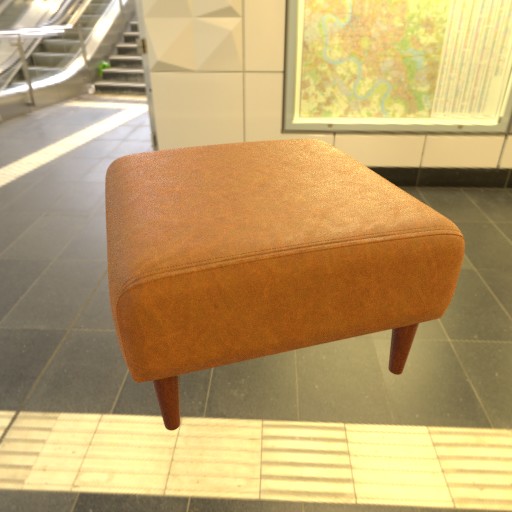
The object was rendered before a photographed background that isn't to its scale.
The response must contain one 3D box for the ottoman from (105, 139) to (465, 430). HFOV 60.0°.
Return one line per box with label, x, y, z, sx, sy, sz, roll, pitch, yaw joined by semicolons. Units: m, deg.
ottoman;0.000;0.000;1.058;0.650;0.399;0.650;-9;31;-15
